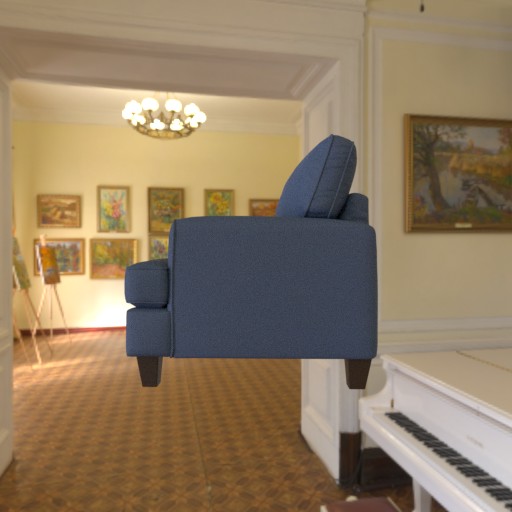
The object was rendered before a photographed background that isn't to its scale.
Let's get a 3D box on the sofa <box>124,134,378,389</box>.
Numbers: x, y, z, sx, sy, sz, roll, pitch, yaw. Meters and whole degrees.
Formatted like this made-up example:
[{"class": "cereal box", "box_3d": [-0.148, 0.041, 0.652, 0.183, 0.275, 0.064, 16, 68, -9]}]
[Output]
[{"class": "sofa", "box_3d": [0.000, 0.000, 2.666, 0.951, 0.965, 2.158, 0, 1, 1]}]
